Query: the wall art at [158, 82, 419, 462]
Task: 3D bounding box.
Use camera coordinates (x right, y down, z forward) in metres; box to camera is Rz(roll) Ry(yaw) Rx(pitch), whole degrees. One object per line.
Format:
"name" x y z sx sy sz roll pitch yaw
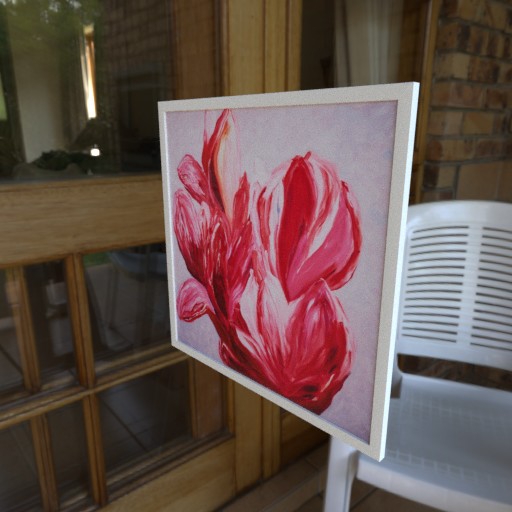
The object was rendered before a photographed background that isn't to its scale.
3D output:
"wall art" 0.000 0.000 1.171 0.805 0.803 0.022 15 22 43
